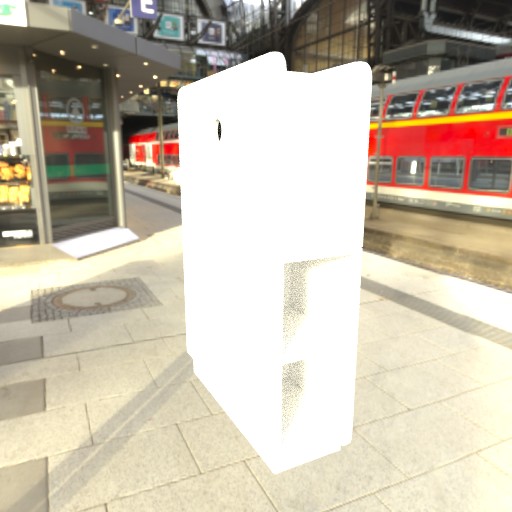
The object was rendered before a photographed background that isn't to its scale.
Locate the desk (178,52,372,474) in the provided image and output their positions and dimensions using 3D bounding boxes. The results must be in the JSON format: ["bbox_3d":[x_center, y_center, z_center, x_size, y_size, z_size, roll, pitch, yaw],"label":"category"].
[{"bbox_3d":[0.000,0.000,1.570,0.278,1.190,0.795,-7,15,-27],"label":"desk"}]
